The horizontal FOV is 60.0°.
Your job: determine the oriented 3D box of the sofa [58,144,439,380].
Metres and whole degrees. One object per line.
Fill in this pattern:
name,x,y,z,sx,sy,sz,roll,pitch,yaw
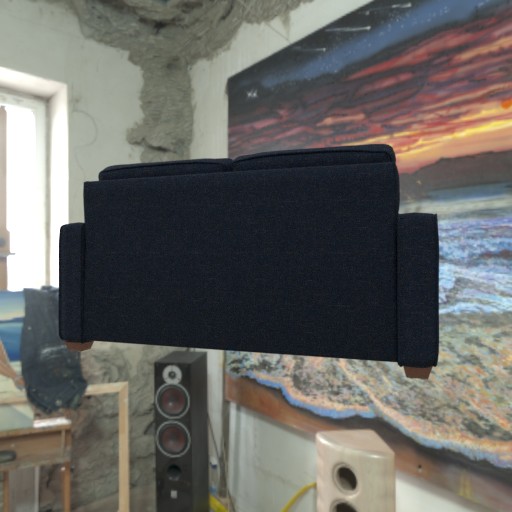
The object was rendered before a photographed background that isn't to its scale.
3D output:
sofa,0.000,0.000,2.290,1.709,0.918,0.947,0,0,18
